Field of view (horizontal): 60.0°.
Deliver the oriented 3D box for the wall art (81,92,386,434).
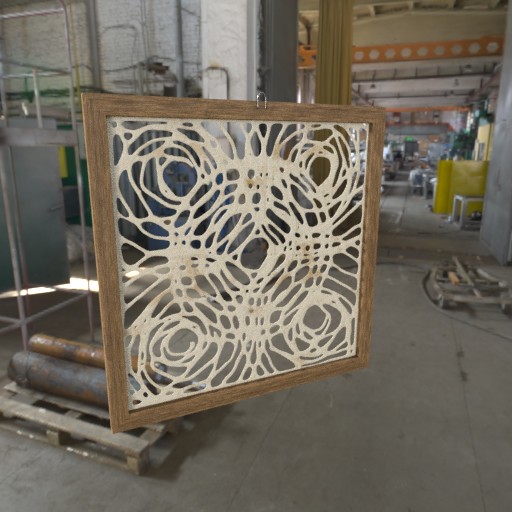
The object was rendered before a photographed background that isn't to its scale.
[{"bbox_3d":[0.000,0.000,0.826,0.561,0.576,0.021,-7,15,-25],"label":"wall art"}]
